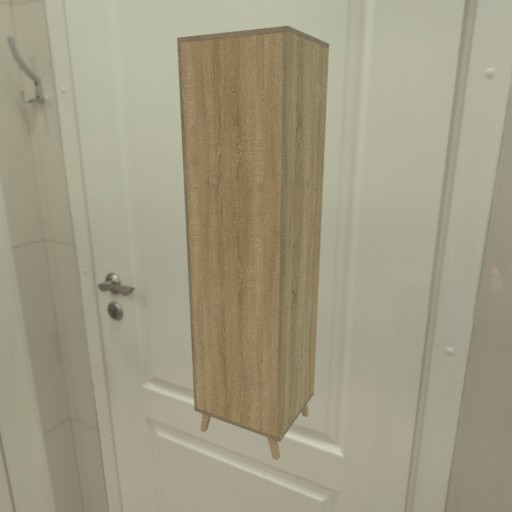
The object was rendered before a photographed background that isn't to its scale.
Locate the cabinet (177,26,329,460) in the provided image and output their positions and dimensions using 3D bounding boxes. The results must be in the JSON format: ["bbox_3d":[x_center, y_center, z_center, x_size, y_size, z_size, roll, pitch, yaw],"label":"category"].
[{"bbox_3d":[0.000,0.000,2.217,0.510,1.960,0.450,9,19,27],"label":"cabinet"}]
